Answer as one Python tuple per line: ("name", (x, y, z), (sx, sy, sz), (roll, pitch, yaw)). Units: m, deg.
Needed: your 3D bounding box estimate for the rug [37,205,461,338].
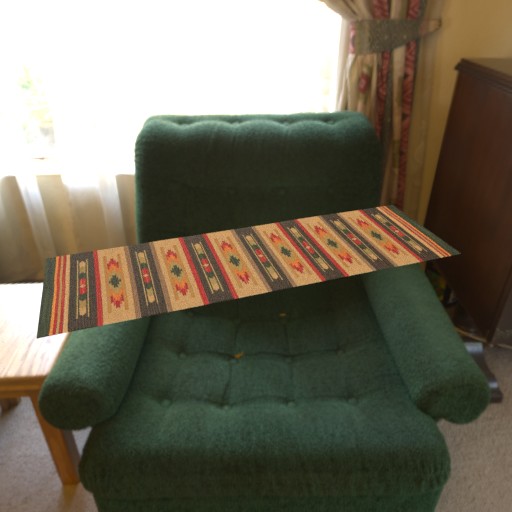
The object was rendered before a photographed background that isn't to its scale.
("rug", (0.000, 0.000, 2.728), (2.440, 0.009, 0.760), (-10, 33, -16))
